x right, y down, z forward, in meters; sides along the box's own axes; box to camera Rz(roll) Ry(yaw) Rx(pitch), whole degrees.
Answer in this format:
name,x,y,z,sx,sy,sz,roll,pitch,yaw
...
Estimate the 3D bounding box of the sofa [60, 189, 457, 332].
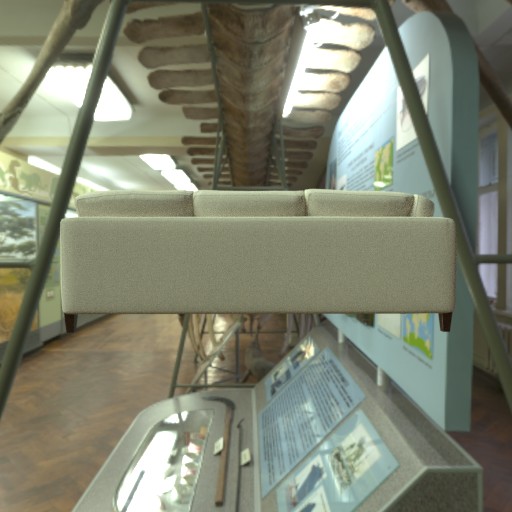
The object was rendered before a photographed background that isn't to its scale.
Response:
name,x,y,z,sx,sy,sz,roll,pitch,yaw
sofa,0.000,0.000,4.464,2.593,0.947,3.302,0,1,-1
